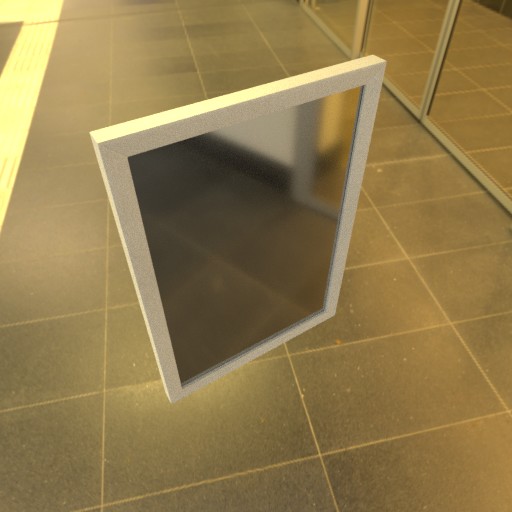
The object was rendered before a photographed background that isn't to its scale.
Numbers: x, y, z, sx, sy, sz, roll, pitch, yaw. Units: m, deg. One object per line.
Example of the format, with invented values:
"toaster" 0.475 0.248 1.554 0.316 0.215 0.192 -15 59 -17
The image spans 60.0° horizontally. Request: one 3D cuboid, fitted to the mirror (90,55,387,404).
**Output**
"mirror" 0.000 0.000 0.929 0.507 0.710 0.040 -24 50 -22
